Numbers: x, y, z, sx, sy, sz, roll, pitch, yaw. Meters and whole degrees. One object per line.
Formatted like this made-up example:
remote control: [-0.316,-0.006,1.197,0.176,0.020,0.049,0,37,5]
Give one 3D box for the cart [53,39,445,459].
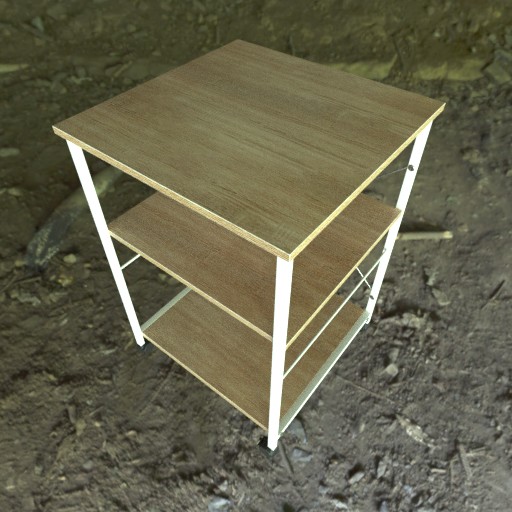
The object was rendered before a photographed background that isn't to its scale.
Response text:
cart: [0.000,0.000,1.098,0.521,0.762,0.520,30,53,25]
